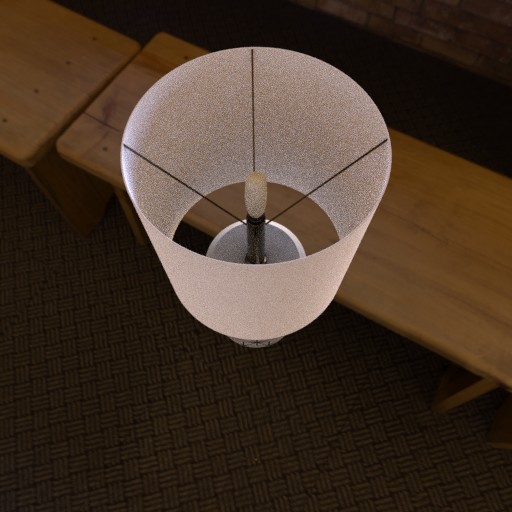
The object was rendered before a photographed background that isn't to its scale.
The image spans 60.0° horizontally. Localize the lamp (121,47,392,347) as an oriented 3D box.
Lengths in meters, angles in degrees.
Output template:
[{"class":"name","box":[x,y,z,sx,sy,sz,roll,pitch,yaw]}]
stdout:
[{"class":"lamp","box":[0.000,0.000,0.528,0.206,0.416,0.206,-1,65,-1]}]
